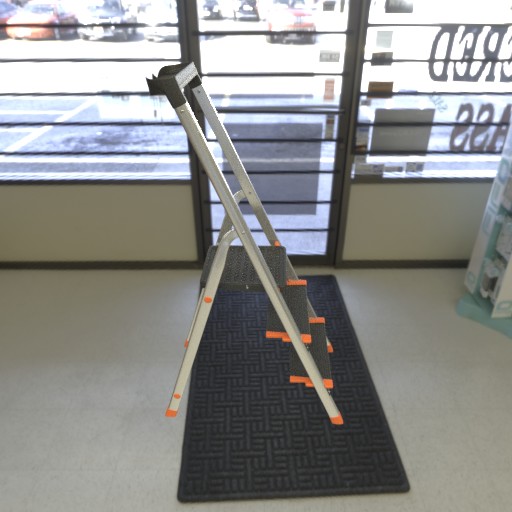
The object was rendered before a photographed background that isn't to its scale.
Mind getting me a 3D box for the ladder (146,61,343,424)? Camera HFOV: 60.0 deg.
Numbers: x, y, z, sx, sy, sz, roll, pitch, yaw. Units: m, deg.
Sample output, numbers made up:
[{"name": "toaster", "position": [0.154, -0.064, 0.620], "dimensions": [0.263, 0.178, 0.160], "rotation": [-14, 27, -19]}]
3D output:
[{"name": "ladder", "position": [0.000, 0.000, 1.563], "dimensions": [0.686, 1.229, 0.416], "rotation": [1, 31, 2]}]
